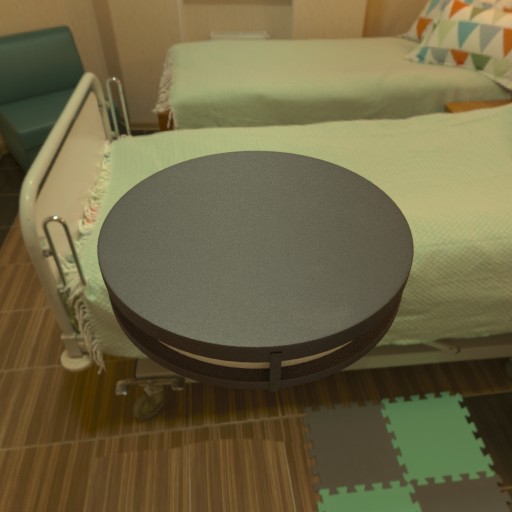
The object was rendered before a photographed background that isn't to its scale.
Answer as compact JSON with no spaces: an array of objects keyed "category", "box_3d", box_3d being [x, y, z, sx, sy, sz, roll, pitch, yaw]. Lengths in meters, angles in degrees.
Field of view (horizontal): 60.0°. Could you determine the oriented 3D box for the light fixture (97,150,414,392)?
[{"category":"light fixture","box_3d":[0.000,0.000,0.546,0.356,0.102,0.356,0,41,0]}]
